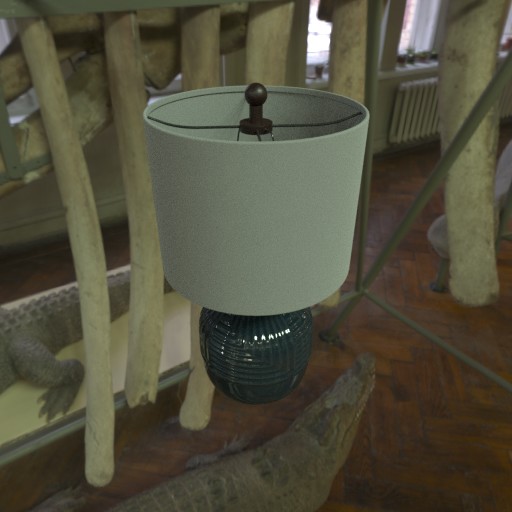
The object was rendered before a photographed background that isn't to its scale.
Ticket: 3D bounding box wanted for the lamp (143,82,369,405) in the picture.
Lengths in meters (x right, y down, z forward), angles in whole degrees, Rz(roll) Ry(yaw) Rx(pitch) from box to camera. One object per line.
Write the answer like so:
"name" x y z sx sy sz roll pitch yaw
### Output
"lamp" 0.000 0.000 0.766 0.318 0.567 0.318 0 32 0
